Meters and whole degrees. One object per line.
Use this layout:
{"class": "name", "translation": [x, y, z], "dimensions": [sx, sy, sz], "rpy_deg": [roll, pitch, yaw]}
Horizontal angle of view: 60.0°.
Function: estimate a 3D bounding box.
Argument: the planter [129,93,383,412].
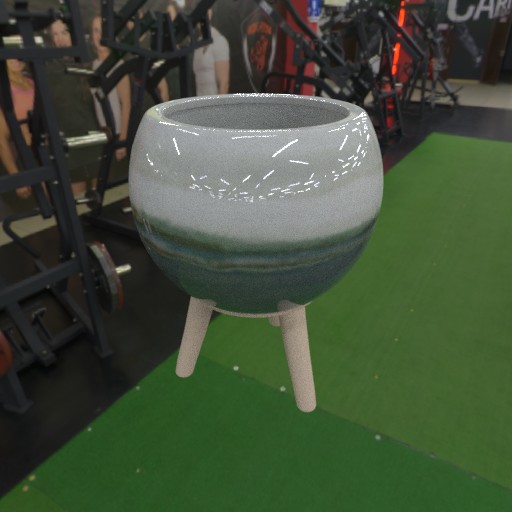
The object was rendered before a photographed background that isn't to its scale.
{"class": "planter", "translation": [0.000, 0.000, 0.434], "dimensions": [0.222, 0.278, 0.222], "rpy_deg": [0, 28, 0]}
